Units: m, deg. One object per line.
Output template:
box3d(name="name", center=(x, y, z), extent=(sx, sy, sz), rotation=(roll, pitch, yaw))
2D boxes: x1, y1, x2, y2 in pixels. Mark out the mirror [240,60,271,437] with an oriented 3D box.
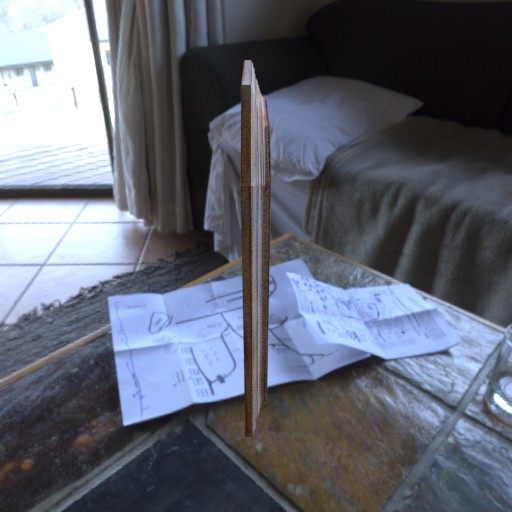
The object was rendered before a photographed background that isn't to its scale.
box3d(name="mirror", center=(0.000, 0.000, 1.303), extent=(0.061, 1.015, 0.709), rotation=(0, 30, 0))
